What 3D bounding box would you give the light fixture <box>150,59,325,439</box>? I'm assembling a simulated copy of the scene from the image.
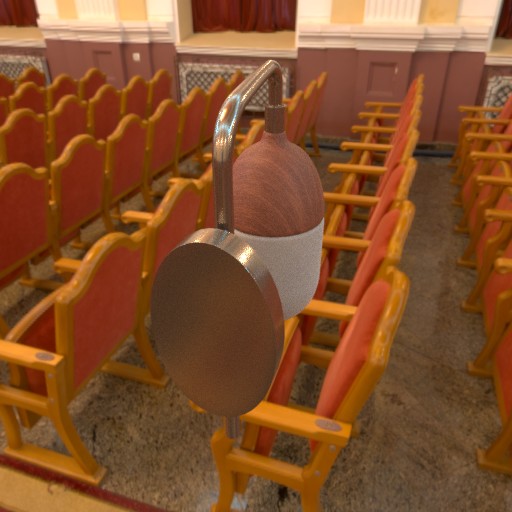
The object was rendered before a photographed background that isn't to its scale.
[{"bbox_3d":[0.000,0.000,0.430,0.108,0.343,0.216,10,32,16],"label":"light fixture"}]
